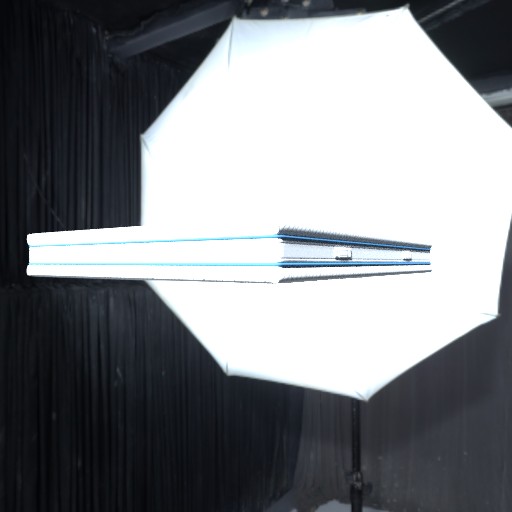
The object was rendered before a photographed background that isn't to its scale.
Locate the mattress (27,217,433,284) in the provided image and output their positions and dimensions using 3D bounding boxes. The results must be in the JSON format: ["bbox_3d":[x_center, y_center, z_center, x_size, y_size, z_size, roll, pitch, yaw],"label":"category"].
[{"bbox_3d":[0.000,0.000,2.730,1.600,0.230,2.000,-1,-1,35],"label":"mattress"}]
